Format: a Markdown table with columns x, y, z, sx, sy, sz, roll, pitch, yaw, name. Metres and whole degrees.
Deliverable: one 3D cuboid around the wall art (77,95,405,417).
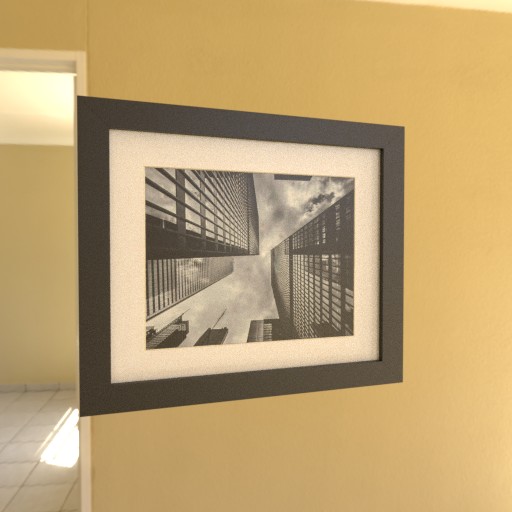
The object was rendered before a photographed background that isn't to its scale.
| x | y | z | sx | sy | sz | roll | pitch | yaw | name |
| --- | --- | --- | --- | --- | --- | --- | --- | --- | --- |
| 0.000 | 0.000 | 0.513 | 0.381 | 0.321 | 0.028 | 0 | 1 | -17 | wall art |
